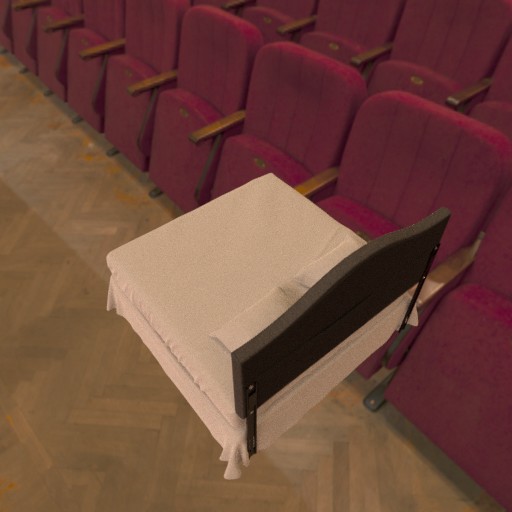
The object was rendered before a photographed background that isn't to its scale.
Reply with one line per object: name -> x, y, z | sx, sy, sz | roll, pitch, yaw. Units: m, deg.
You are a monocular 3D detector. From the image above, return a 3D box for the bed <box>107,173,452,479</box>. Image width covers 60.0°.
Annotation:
bed -> 0.000, 0.000, 3.807 | 2.314, 1.651, 2.219 | -31, 54, -26
